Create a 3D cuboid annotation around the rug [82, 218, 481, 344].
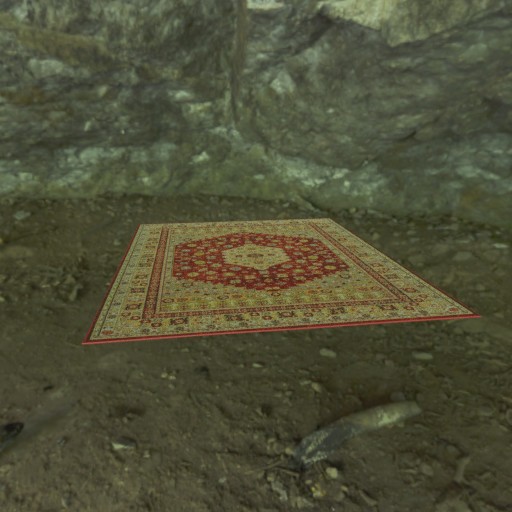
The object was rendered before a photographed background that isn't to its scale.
[{"bbox_3d":[0.000,0.000,4.037,2.387,0.013,3.053,-2,17,-8],"label":"rug"}]
